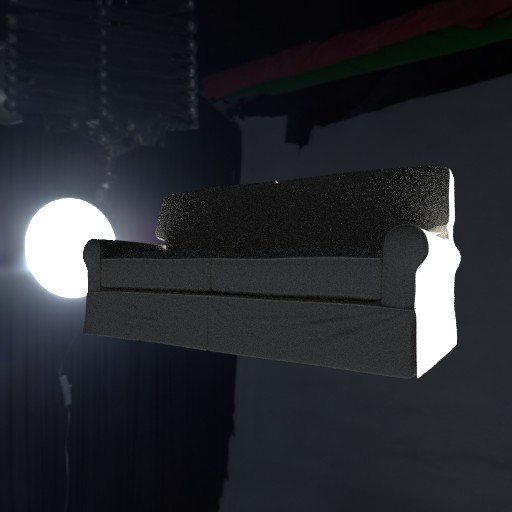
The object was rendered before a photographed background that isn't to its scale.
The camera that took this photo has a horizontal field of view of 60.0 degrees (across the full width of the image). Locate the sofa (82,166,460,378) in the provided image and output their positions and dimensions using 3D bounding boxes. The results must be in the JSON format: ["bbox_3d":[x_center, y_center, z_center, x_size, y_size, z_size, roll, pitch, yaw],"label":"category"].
[{"bbox_3d":[0.000,0.000,2.485,2.021,0.937,0.862,-1,-1,33],"label":"sofa"}]
